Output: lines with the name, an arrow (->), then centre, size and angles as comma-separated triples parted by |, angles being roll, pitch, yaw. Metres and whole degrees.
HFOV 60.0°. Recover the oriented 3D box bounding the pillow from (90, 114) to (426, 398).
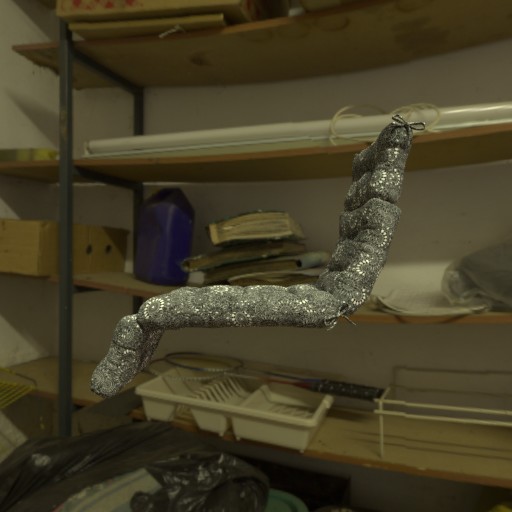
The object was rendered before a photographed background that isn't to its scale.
pillow -> 0.000, 0.000, 1.564 | 1.016, 0.863, 0.526 | 0, 0, 0
